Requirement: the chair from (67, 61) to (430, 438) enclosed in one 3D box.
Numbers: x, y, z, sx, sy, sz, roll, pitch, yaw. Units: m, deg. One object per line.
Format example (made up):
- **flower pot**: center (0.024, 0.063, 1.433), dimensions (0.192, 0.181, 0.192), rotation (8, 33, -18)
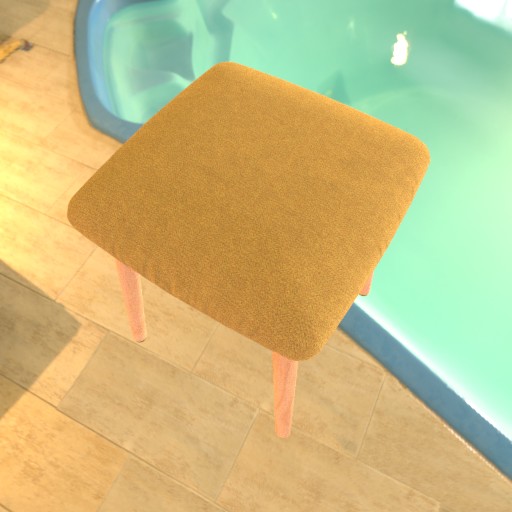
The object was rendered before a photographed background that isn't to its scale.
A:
- **chair**: center (0.000, 0.000, 0.694), dimensions (0.350, 0.440, 0.350), rotation (29, 63, 16)
